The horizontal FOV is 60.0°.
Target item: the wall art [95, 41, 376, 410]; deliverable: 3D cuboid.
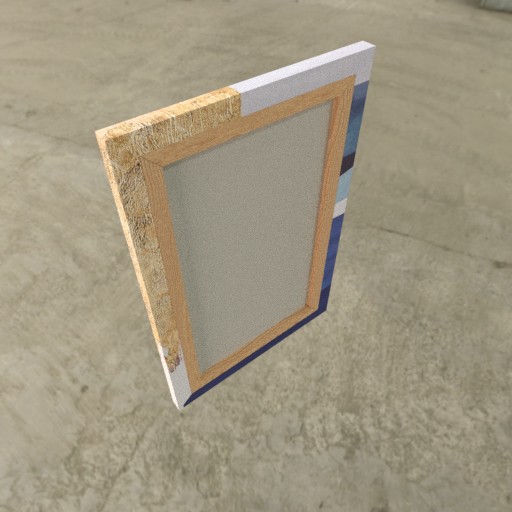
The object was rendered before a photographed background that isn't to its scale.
[{"bbox_3d":[0.000,0.000,1.136,0.607,0.911,0.039,-29,53,-25],"label":"wall art"}]
